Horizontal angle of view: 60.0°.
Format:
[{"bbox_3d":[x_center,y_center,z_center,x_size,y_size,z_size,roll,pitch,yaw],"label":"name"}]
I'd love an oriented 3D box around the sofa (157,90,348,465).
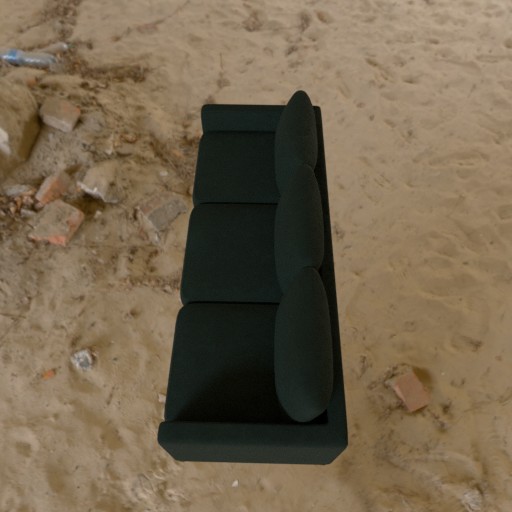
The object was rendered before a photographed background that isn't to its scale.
[{"bbox_3d":[0.000,0.000,2.682,0.859,0.870,2.218,1,58,1],"label":"sofa"}]
